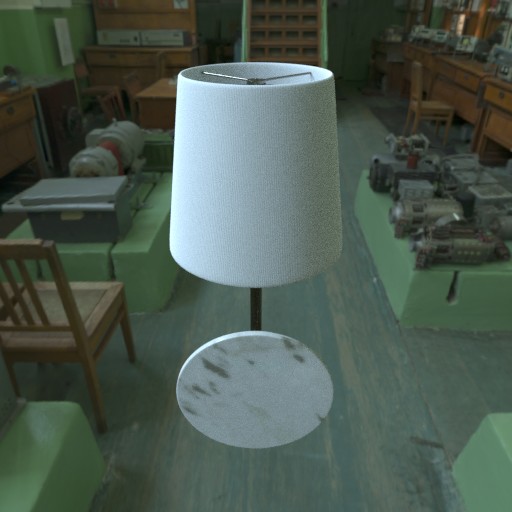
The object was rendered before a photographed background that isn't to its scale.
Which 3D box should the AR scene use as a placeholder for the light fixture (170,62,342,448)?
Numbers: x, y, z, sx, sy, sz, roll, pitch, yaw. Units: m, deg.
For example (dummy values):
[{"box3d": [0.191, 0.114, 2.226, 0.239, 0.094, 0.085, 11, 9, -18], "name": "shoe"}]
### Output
[{"box3d": [0.000, 0.000, 0.439, 0.168, 0.337, 0.188, 0, 30, 0], "name": "light fixture"}]
